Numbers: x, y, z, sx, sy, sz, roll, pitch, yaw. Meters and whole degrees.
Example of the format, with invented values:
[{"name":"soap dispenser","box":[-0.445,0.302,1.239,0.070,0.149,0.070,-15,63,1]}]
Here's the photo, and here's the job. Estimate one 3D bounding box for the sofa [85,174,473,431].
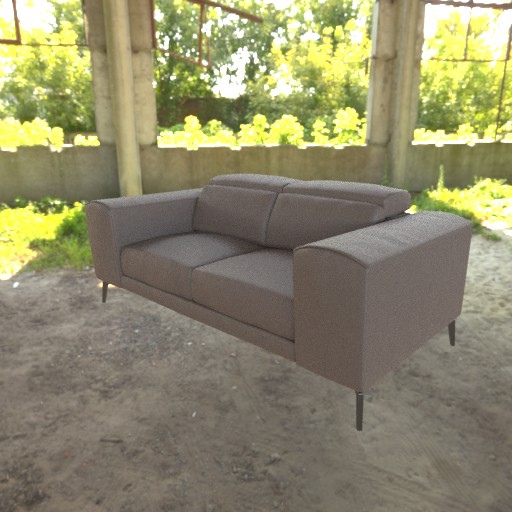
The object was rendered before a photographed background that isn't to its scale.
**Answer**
[{"name":"sofa","box":[0.000,0.000,2.397,1.895,0.779,1.003,14,21,41]}]
